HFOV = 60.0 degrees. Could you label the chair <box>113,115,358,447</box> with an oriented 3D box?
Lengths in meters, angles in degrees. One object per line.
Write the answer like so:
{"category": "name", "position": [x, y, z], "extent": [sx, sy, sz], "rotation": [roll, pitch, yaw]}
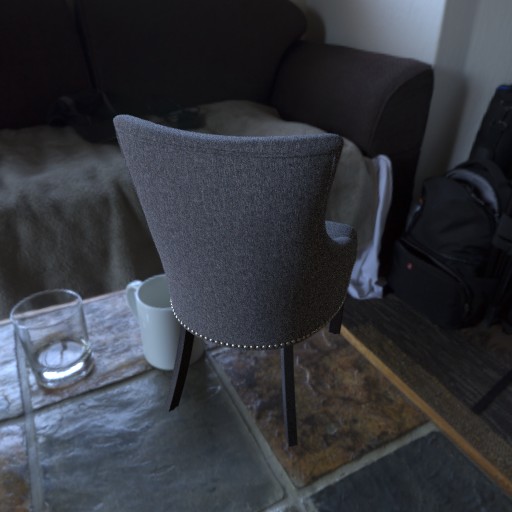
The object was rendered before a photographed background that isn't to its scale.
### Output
{"category": "chair", "position": [0.000, 0.000, 1.336], "extent": [0.566, 0.909, 0.629], "rotation": [10, 33, 16]}
